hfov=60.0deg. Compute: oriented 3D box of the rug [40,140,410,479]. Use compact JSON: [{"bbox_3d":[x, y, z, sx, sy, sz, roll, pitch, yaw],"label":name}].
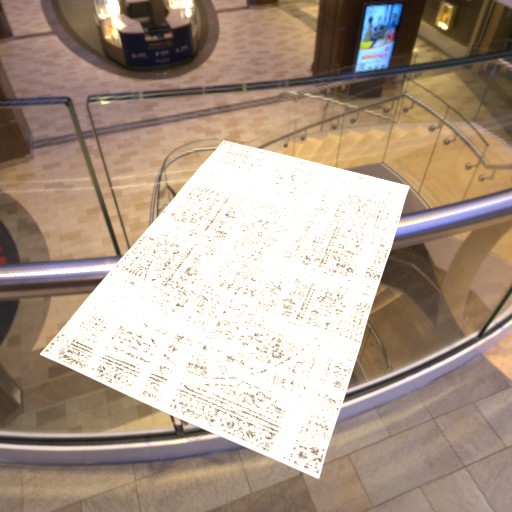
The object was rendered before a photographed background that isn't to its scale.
[{"bbox_3d":[0.000,0.000,3.098,1.706,0.026,2.438,18,50,16],"label":"rug"}]
